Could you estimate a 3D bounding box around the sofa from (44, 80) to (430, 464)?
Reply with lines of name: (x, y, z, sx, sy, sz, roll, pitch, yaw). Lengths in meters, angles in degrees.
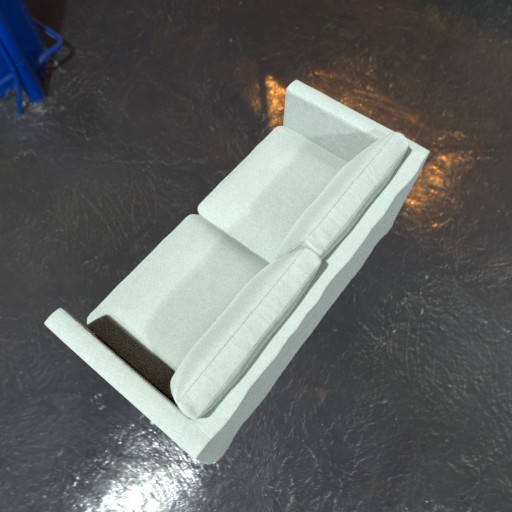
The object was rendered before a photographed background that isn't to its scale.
sofa: (0.000, 0.000, 2.470, 0.940, 0.870, 1.987, 35, 68, 16)
